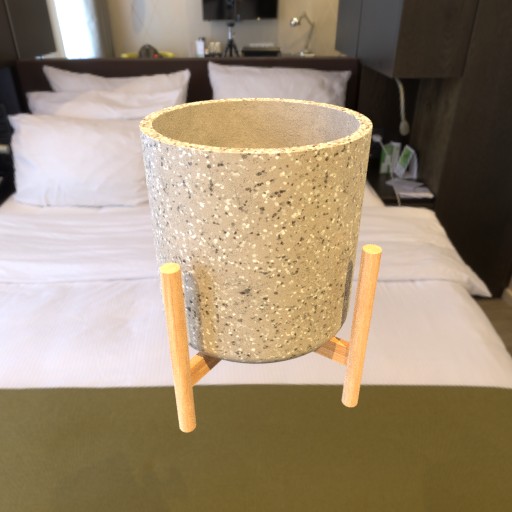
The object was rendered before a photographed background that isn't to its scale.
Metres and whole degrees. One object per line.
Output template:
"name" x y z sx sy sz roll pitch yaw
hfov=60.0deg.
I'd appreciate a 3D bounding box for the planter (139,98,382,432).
"planter" 0.000 0.000 0.694 0.360 0.419 0.360 -18 34 -28
